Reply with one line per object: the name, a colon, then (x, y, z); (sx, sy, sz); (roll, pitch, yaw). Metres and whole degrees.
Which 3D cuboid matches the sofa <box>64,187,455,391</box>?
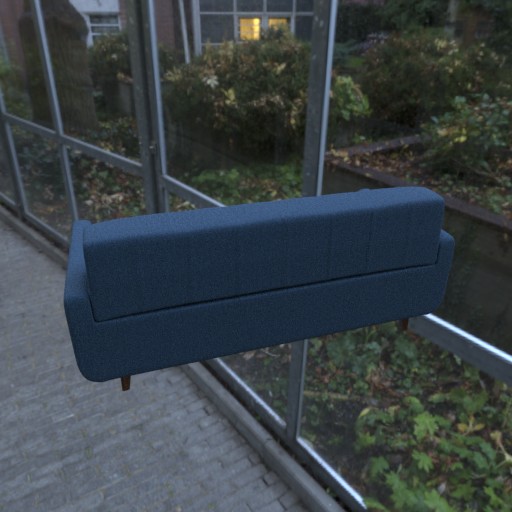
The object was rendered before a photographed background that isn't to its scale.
sofa: (0.000, 0.000, 2.646); (2.055, 0.884, 0.942); (-8, 28, -16)
